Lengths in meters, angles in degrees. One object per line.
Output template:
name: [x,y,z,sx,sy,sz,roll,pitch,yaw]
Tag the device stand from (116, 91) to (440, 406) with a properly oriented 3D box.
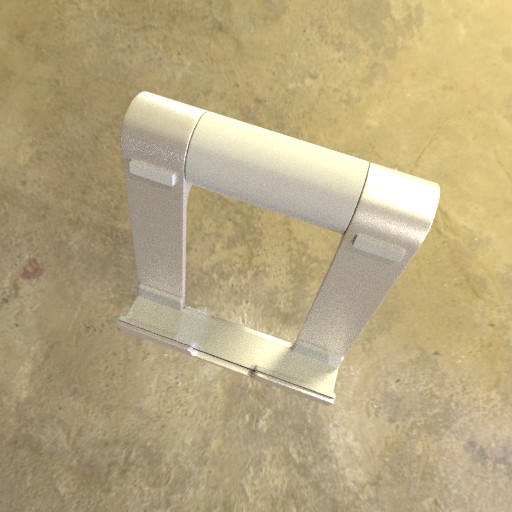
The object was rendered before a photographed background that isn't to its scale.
device stand: [0.000,0.000,0.153,0.086,0.084,0.079,19,76,5]
